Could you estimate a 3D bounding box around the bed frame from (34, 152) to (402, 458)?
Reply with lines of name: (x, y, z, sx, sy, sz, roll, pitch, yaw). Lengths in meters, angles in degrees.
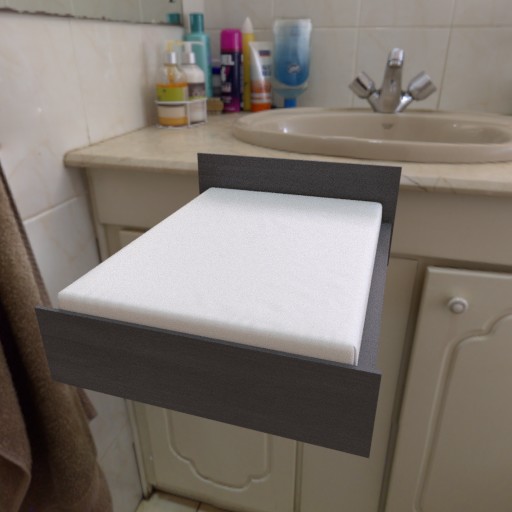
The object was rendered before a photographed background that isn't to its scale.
bed frame: (0.000, 0.000, 2.780, 1.622, 0.800, 1.960, 8, 26, 16)
